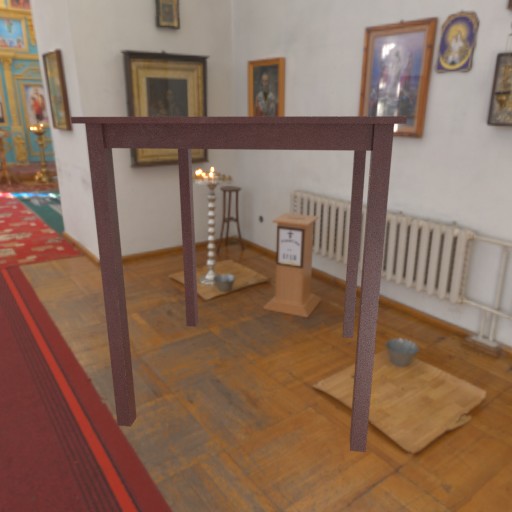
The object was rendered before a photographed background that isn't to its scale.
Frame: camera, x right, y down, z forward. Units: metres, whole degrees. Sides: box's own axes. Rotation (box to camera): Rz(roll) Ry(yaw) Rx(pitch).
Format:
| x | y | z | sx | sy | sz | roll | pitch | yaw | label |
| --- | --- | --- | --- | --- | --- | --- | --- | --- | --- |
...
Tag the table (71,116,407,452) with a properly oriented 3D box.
| x | y | z | sx | sy | sz | roll | pitch | yaw | label |
| --- | --- | --- | --- | --- | --- | --- | --- | --- | --- |
| 0.000 | 0.000 | 1.664 | 0.861 | 0.991 | 0.861 | 3 | 17 | 9 | table |
